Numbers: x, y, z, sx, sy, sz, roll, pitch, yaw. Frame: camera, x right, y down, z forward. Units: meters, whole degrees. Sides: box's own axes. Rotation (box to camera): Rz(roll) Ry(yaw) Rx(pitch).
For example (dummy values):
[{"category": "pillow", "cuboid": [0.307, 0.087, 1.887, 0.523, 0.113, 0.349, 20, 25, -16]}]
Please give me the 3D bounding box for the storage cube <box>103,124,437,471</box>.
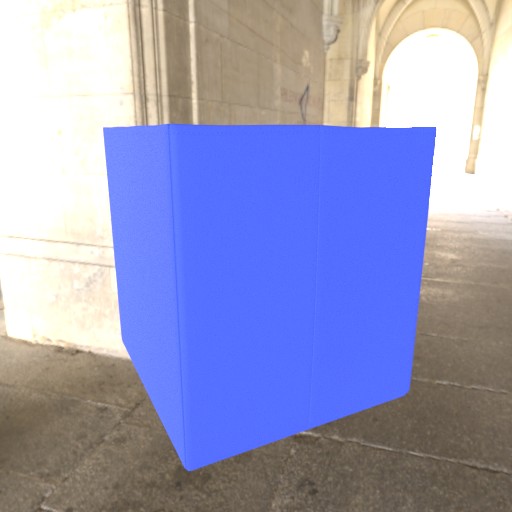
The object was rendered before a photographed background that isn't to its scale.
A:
[{"category": "storage cube", "cuboid": [0.000, 0.000, 0.500, 0.270, 0.280, 0.270, -8, 18, -26]}]
